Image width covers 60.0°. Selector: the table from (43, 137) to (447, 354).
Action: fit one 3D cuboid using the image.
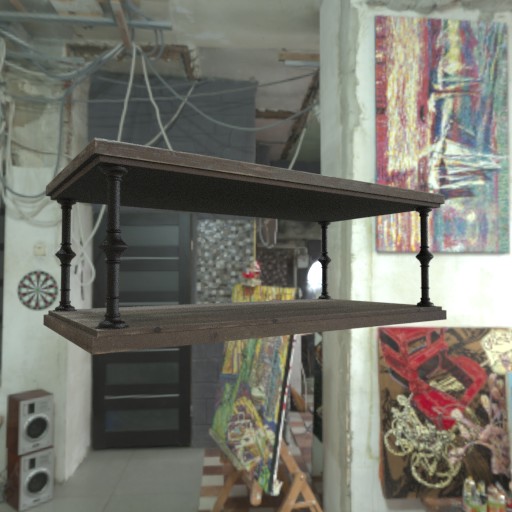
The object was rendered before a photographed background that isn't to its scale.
[{"bbox_3d":[0.000,0.000,1.344,1.088,0.399,0.554,1,-3,-34],"label":"table"}]
